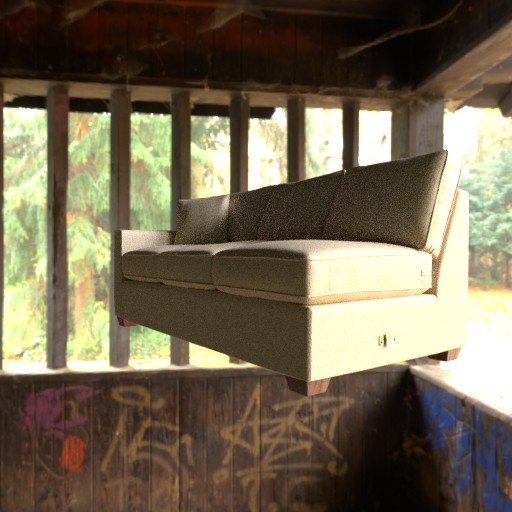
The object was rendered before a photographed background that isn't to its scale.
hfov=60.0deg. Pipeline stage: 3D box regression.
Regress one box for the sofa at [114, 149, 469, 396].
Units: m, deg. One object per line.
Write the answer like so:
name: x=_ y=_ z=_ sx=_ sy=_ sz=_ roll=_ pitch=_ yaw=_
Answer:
sofa: x=0.000 y=0.000 z=2.508 sx=1.034 sy=0.946 sz=1.962 roll=0 pitch=0 yaw=-36
